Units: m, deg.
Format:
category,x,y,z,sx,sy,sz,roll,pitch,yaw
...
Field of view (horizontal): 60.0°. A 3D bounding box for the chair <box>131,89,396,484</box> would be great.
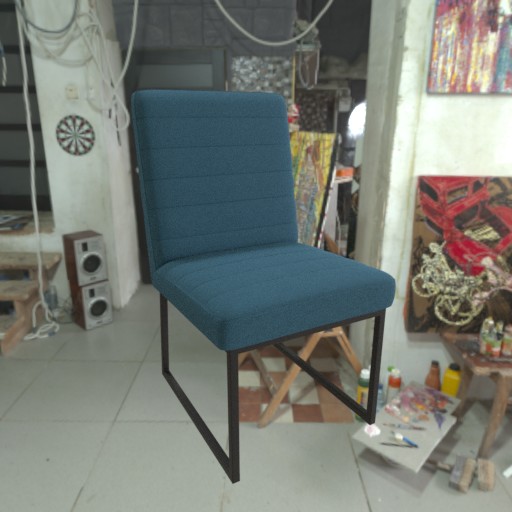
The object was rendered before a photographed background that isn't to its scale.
category,x,y,z,sx,sy,sz,roll,pitch,yaw
chair,0.000,0.000,1.295,0.520,0.930,0.634,-9,20,-28
